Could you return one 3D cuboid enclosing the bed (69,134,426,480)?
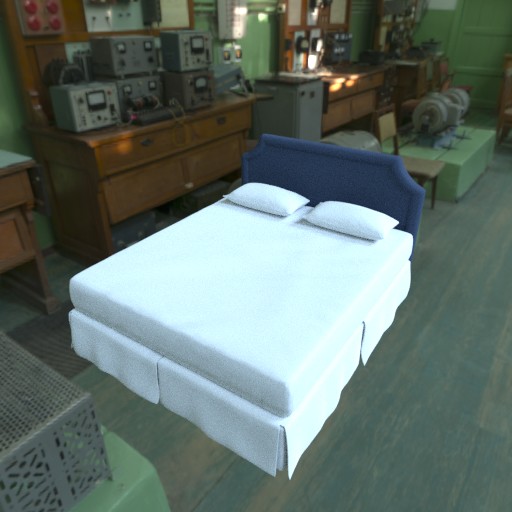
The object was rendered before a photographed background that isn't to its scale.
[{"bbox_3d":[0.000,0.000,4.140,2.350,1.488,2.773,18,34,29],"label":"bed"}]
